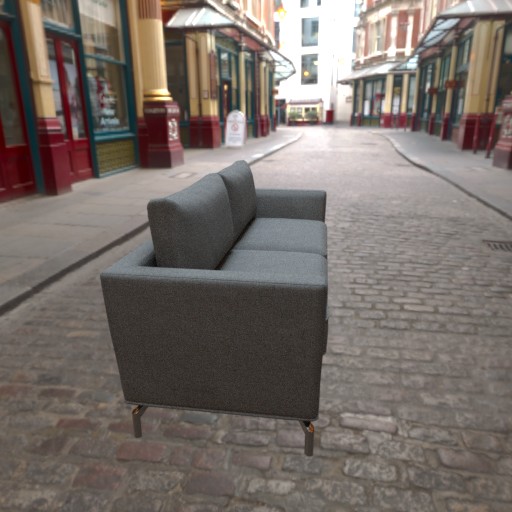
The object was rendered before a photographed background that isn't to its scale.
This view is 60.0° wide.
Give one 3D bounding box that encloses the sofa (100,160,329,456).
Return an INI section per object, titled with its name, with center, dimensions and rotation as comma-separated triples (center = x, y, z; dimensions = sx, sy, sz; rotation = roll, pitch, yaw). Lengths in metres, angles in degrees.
[sofa]
center = 0.000, 0.000, 2.702
dimensions = 0.869, 1.002, 2.212
rotation = 3, 17, 8
